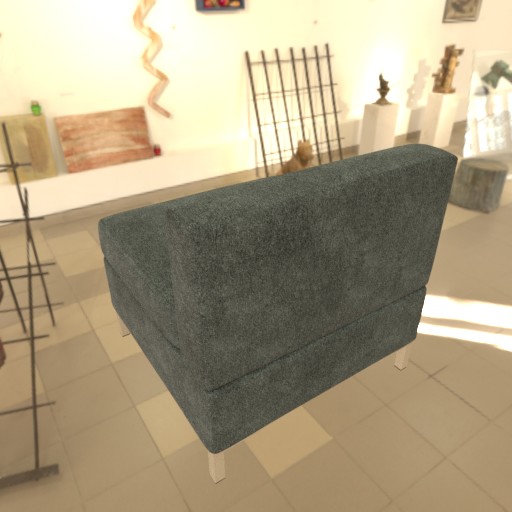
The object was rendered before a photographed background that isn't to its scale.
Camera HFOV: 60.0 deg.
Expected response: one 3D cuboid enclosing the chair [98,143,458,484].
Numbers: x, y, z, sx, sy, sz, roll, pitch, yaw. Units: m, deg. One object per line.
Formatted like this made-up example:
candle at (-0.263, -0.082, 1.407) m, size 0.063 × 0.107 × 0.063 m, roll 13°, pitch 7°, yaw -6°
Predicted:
chair at (0.000, 0.000, 1.218) m, size 0.680 × 0.660 × 0.680 m, roll -19°, pitch 35°, yaw -29°
